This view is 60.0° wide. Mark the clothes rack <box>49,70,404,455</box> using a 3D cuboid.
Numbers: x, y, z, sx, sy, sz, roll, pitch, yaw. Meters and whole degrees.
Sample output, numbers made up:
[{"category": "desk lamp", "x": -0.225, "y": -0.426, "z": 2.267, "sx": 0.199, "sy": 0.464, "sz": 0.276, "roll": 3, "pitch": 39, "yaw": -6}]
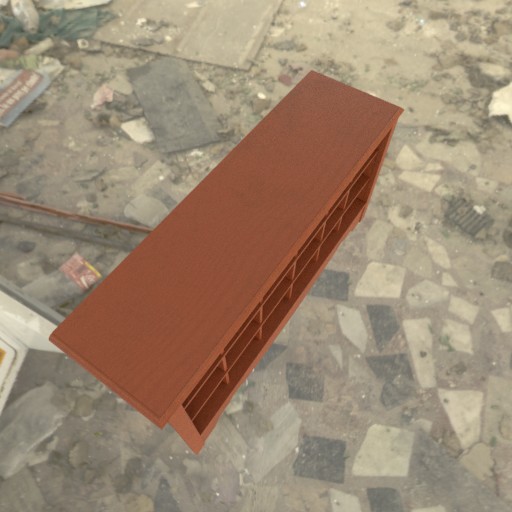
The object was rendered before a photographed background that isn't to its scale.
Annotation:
[{"category": "clothes rack", "x": 0.000, "y": 0.000, "z": 1.533, "sx": 0.362, "sy": 0.594, "sz": 1.251, "roll": 31, "pitch": 63, "yaw": 17}]
